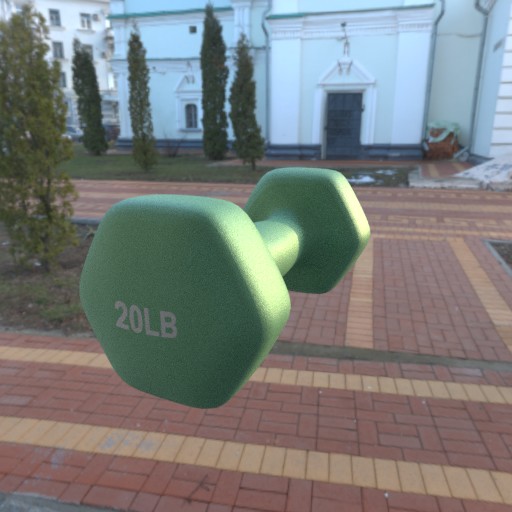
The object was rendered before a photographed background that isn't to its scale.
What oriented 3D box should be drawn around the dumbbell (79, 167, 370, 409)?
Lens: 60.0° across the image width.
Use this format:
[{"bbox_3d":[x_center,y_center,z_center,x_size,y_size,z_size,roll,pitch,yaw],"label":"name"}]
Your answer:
[{"bbox_3d":[0.000,0.000,0.339,0.129,0.117,0.260,8,18,26],"label":"dumbbell"}]
